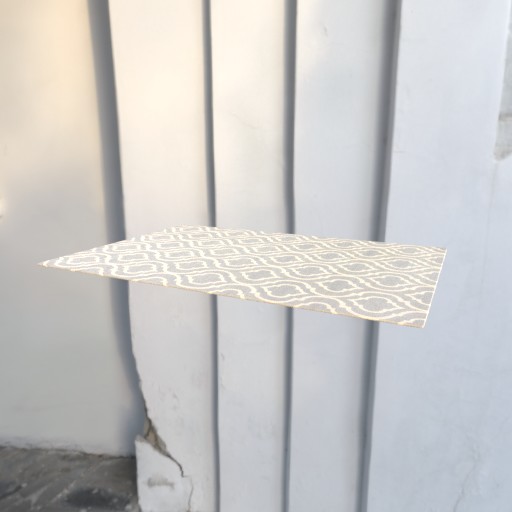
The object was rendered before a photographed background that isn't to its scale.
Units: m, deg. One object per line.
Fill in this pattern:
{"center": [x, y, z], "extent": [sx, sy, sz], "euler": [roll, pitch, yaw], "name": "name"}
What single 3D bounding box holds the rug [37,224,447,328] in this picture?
{"center": [0.000, 0.000, 2.712], "extent": [2.080, 0.010, 1.451], "euler": [7, 15, 25], "name": "rug"}
